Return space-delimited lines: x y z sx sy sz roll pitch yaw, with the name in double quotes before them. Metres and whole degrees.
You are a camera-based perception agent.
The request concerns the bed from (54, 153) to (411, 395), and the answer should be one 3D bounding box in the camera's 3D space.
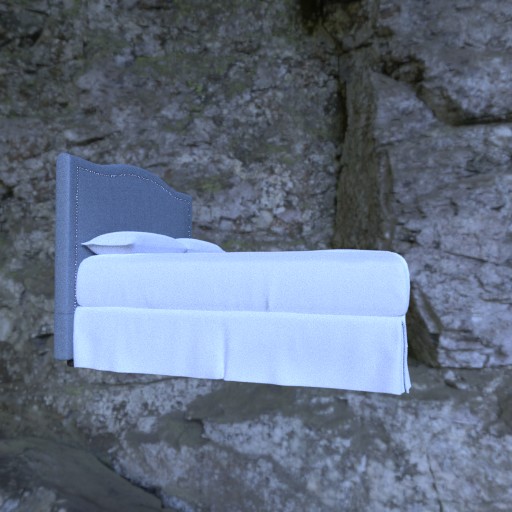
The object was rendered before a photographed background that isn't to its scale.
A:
"bed" 0.000 0.000 3.303 2.143 1.460 1.753 -1 -2 18
